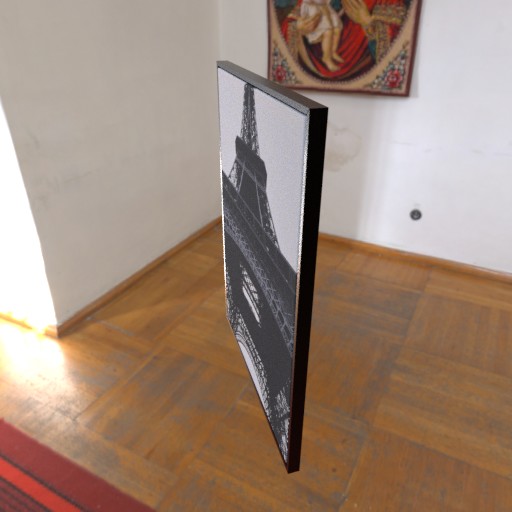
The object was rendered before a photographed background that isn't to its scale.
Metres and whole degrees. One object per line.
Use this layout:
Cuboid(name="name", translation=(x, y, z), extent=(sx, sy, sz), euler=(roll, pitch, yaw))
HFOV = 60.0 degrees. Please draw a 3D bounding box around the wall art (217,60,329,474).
Cuboid(name="wall art", translation=(0.000, 0.000, 1.408), extent=(0.040, 1.062, 0.805), euler=(-8, 31, -14))
